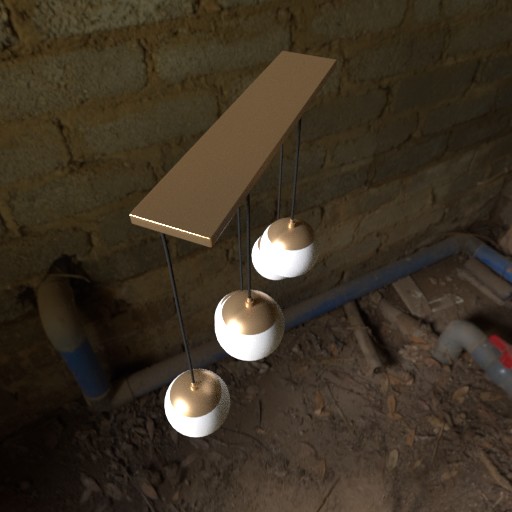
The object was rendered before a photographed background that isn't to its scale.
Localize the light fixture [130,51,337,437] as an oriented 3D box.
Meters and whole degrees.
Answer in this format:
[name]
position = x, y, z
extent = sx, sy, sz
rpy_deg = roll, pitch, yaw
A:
[light fixture]
position = 0.000, 0.000, 1.296
extent = 0.299, 0.869, 0.863
rpy_deg = 17, 48, 16
